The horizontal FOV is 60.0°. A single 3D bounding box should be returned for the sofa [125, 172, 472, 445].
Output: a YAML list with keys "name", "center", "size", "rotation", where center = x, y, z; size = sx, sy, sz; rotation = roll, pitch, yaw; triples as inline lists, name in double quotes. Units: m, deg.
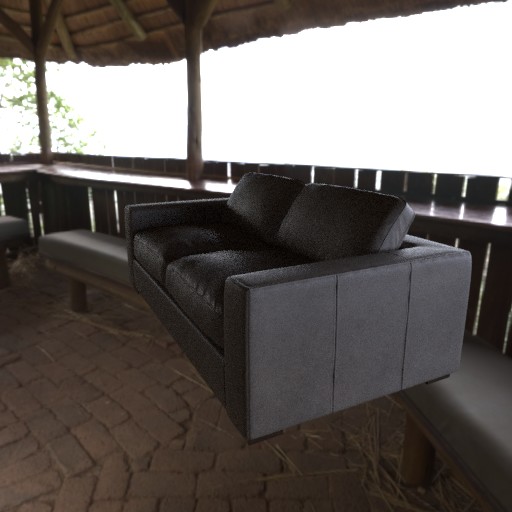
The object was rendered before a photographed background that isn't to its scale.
- name: "sofa"
  center: [0.000, 0.000, 2.446]
  size: [1.070, 0.800, 1.920]
  rotation: [-8, 17, -26]
